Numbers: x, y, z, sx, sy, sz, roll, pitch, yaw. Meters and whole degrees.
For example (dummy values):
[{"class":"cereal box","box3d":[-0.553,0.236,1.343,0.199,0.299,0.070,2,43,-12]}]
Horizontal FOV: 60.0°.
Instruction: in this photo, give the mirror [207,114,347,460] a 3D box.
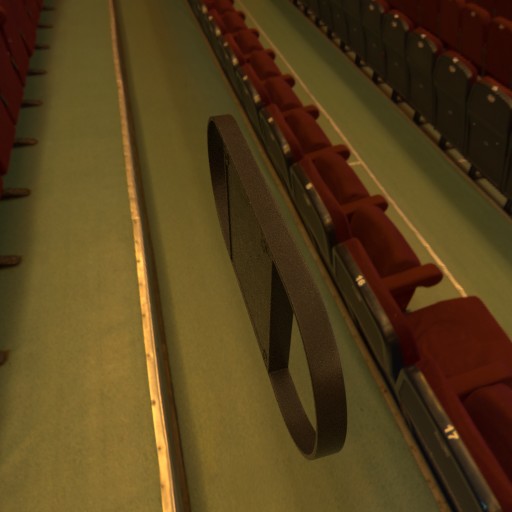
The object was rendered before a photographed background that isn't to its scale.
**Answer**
[{"class":"mirror","box3d":[0.000,0.000,0.659,0.032,0.254,0.584,-11,46,-11]}]
